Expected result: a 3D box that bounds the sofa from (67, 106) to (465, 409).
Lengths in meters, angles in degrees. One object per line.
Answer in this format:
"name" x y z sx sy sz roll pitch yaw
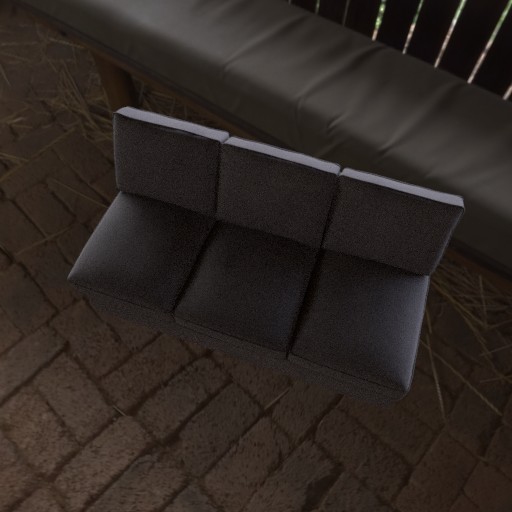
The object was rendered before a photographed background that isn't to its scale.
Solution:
"sofa" 0.000 0.000 2.562 1.962 0.973 1.027 17 61 9
